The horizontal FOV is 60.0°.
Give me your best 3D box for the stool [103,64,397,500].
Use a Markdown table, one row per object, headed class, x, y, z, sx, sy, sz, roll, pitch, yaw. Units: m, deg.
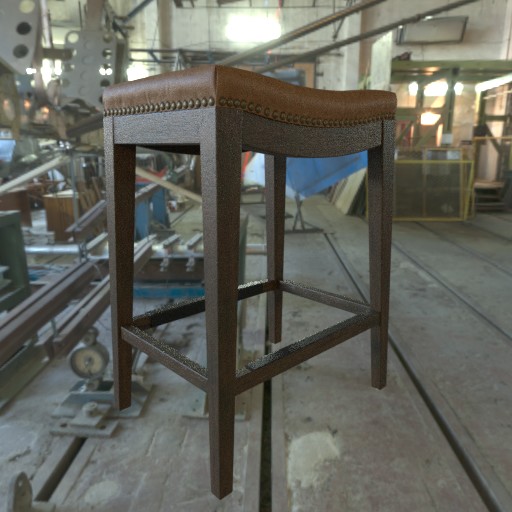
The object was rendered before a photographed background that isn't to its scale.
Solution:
| class | x | y | z | sx | sy | sz | roll | pitch | yaw |
| --- | --- | --- | --- | --- | --- | --- | --- | --- | --- |
| stool | 0.000 | 0.000 | 0.918 | 0.500 | 0.660 | 0.361 | -13 | 19 | -42 |
